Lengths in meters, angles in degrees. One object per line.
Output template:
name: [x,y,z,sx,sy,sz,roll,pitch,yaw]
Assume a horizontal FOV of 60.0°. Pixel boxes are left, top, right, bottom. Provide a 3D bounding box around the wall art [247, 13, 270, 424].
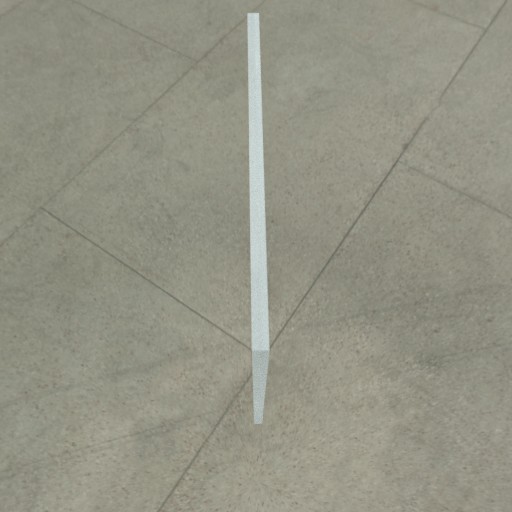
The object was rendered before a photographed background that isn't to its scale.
wall art: [0.000,0.000,0.967,0.021,0.710,0.609,-1,63,0]
